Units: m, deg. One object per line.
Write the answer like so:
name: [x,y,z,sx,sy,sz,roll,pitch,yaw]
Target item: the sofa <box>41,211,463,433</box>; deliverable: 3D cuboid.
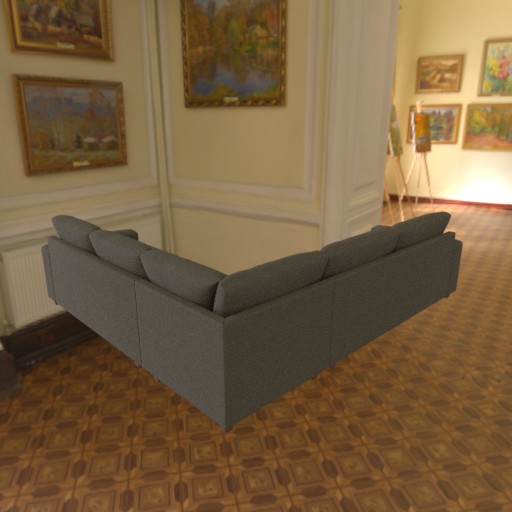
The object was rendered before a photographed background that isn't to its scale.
sofa: [0.000,0.000,4.612,3.277,0.965,2.895,-16,23,-41]
